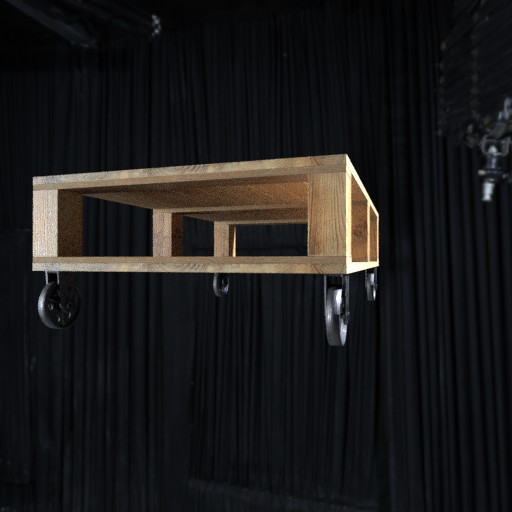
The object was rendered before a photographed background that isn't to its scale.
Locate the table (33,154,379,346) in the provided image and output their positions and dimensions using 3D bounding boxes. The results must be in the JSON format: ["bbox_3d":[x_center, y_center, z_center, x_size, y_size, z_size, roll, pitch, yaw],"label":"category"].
[{"bbox_3d":[0.000,0.000,1.670,0.827,0.413,1.299,0,-1,18],"label":"table"}]
